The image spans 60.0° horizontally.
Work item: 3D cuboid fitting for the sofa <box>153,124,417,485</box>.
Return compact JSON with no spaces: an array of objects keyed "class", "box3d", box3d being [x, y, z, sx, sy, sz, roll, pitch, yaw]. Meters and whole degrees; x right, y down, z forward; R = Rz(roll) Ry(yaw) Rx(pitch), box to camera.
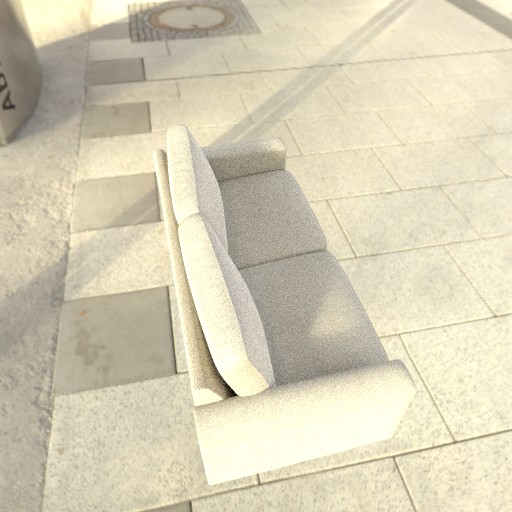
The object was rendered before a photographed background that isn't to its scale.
[{"class":"sofa","box3d":[0.000,0.000,2.690,1.016,0.873,2.179,-10,47,-10]}]
